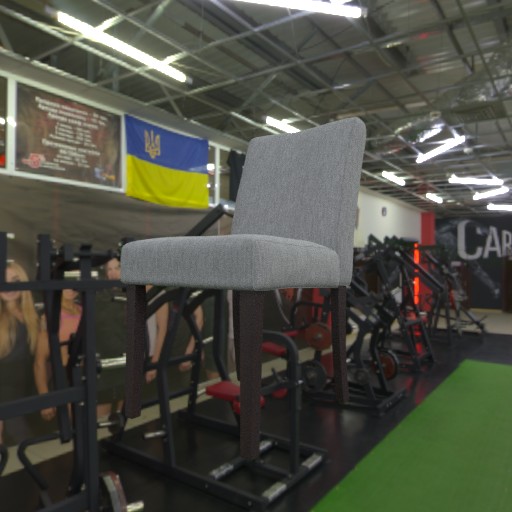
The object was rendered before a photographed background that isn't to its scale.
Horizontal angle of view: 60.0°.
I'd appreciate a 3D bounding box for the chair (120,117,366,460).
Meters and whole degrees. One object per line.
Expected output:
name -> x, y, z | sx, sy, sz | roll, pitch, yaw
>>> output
chair -> 0.000, 0.000, 1.320 | 0.487, 0.884, 0.629 | 0, -1, 37
